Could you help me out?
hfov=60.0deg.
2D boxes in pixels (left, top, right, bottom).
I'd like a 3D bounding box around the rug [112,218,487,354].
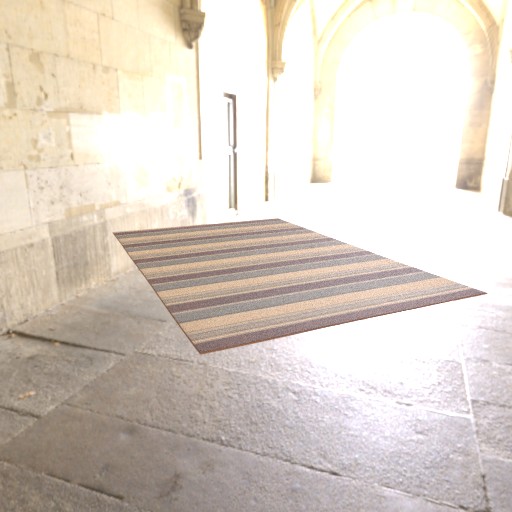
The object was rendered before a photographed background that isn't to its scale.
[{"bbox_3d":[0.000,0.000,2.346,1.219,0.008,1.829,-7,17,-24],"label":"rug"}]
